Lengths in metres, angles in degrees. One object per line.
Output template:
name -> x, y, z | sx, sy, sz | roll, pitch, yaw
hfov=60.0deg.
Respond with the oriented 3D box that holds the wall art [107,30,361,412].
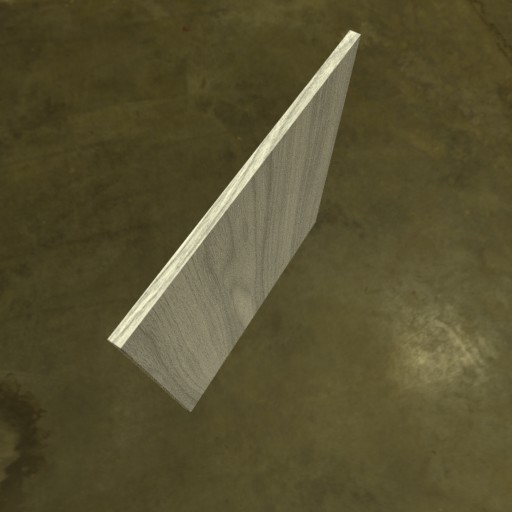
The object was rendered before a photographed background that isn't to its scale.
wall art -> 0.000, 0.000, 0.738 | 0.016, 0.507, 0.508 | 29, 68, 13
